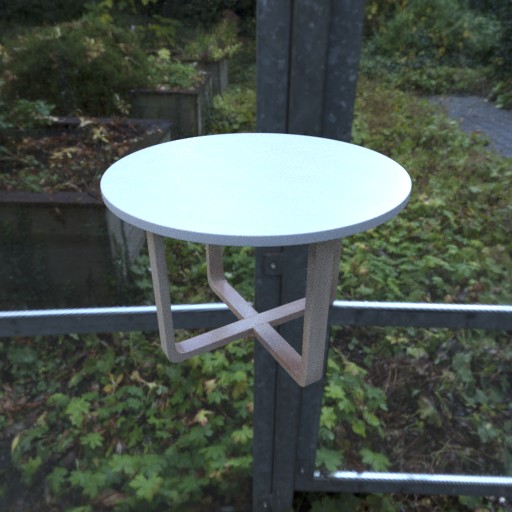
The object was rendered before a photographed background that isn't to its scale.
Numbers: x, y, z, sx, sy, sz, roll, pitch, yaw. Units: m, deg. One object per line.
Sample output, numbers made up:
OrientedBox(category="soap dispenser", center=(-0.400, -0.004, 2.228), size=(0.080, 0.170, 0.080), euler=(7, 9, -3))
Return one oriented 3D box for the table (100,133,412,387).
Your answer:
OrientedBox(category="table", center=(0.000, 0.000, 0.990), size=(0.600, 0.400, 0.600), euler=(0, 29, 0))
